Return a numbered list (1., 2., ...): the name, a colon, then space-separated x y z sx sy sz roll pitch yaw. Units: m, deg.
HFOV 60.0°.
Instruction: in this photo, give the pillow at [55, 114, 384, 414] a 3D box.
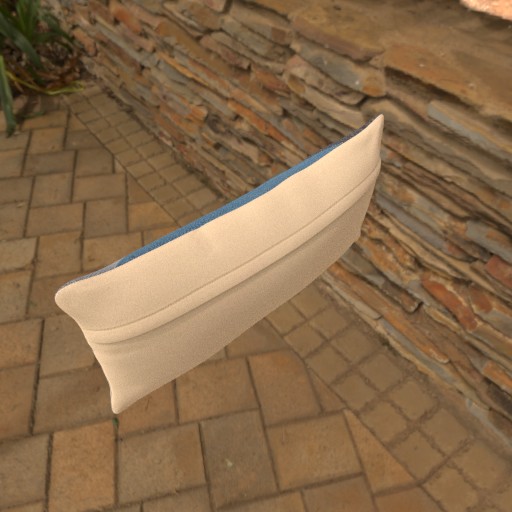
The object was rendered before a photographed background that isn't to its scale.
1. pillow: 0.000 0.000 0.732 0.604 0.307 0.148 -33 55 -27
